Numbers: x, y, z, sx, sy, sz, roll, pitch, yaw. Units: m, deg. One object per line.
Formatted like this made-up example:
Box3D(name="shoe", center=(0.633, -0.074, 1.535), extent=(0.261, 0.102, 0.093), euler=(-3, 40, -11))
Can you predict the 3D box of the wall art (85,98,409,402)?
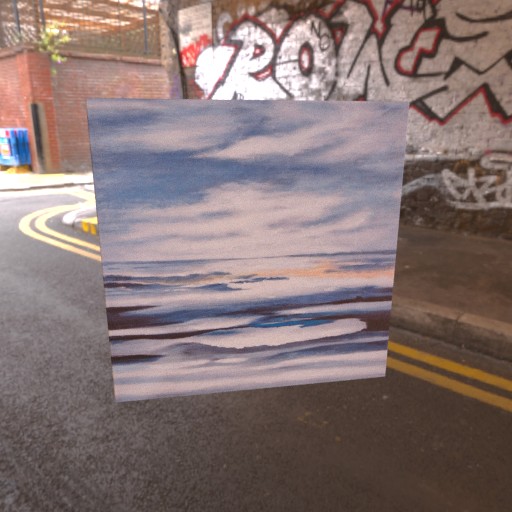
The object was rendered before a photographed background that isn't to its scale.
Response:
Box3D(name="wall art", center=(0.000, 0.000, 1.124), extent=(0.747, 0.747, 0.035), euler=(-3, 16, -9))
